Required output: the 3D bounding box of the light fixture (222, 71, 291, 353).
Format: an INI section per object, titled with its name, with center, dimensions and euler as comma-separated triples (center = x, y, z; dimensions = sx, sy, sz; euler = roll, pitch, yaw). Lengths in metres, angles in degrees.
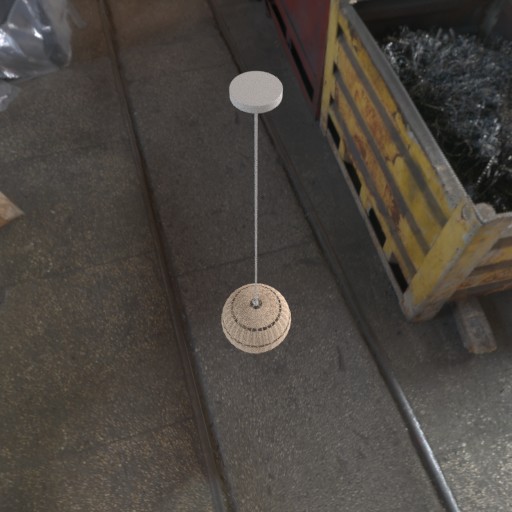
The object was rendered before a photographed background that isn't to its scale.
[light fixture]
center = 0.000, 0.000, 2.248
dimensions = 0.457, 2.019, 0.457
euler = 35, 65, 19
